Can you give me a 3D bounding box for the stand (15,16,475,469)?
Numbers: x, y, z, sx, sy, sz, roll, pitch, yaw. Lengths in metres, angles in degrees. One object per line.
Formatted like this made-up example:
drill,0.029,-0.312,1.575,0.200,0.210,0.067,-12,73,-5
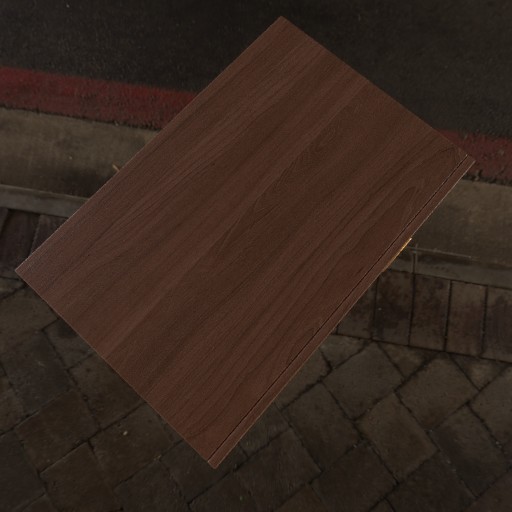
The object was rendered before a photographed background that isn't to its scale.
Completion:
stand,0.000,0.000,0.917,0.420,0.500,0.600,41,80,9
